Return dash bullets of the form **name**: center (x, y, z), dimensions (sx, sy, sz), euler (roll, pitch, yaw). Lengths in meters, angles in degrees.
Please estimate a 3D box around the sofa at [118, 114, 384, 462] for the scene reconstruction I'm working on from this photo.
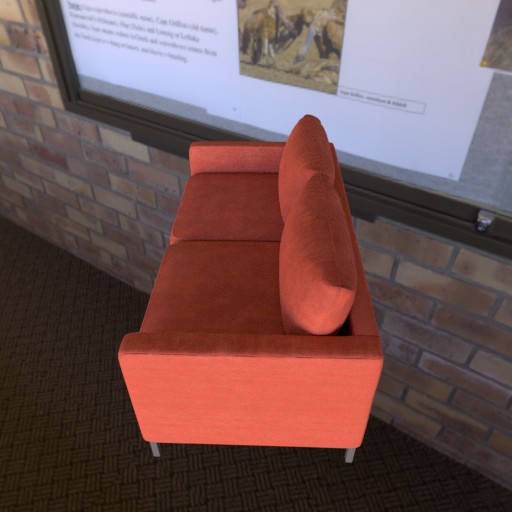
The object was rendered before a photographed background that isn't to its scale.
- **sofa**: center (0.000, 0.000, 2.107), dimensions (0.864, 0.896, 1.574), euler (1, 39, 1)
